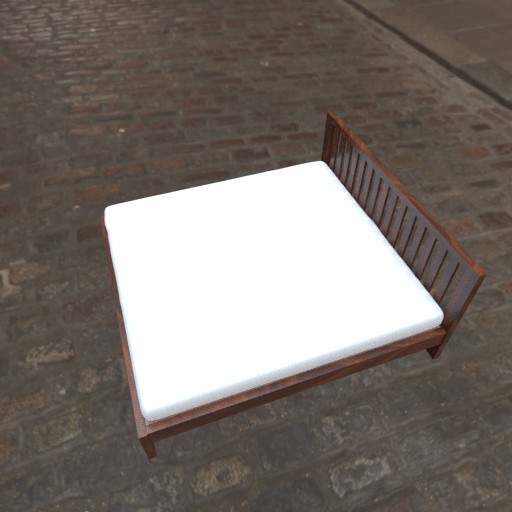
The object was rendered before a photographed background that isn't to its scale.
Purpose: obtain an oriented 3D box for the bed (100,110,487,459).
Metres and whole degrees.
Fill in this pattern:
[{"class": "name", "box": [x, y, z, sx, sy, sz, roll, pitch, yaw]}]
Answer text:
[{"class": "bed", "box": [0.000, 0.000, 3.153, 2.030, 0.890, 1.905, -15, 48, -13]}]
